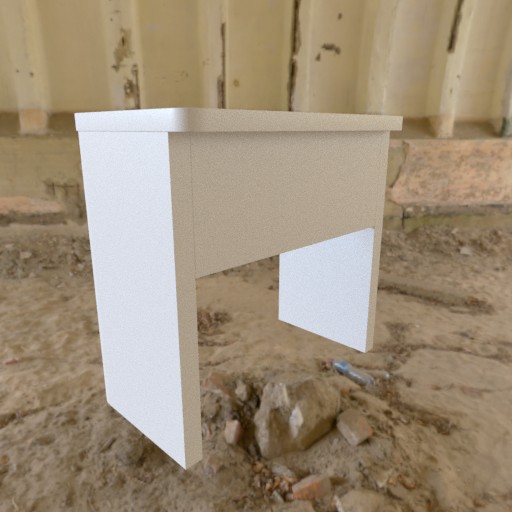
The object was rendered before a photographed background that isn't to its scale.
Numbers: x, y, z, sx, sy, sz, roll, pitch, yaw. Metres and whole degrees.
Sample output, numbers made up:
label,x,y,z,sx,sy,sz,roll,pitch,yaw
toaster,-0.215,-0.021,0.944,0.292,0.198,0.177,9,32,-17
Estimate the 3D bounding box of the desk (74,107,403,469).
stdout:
label,x,y,z,sx,sy,sz,roll,pitch,yaw
desk,0.000,0.000,1.253,0.446,0.760,0.790,15,22,42
